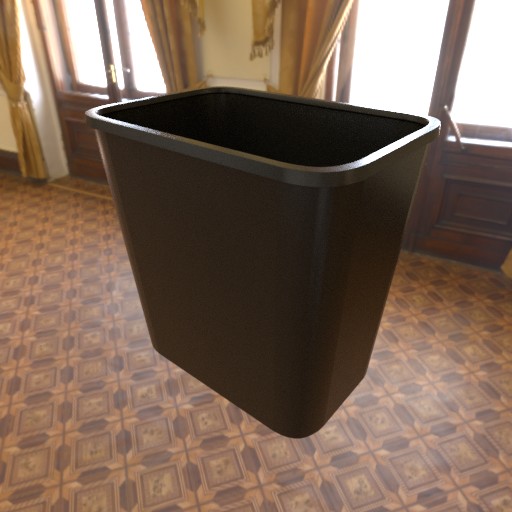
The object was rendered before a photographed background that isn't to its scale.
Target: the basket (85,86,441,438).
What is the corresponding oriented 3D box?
[{"bbox_3d":[0.000,0.000,0.495,0.300,0.307,0.211,23,37,34],"label":"basket"}]
